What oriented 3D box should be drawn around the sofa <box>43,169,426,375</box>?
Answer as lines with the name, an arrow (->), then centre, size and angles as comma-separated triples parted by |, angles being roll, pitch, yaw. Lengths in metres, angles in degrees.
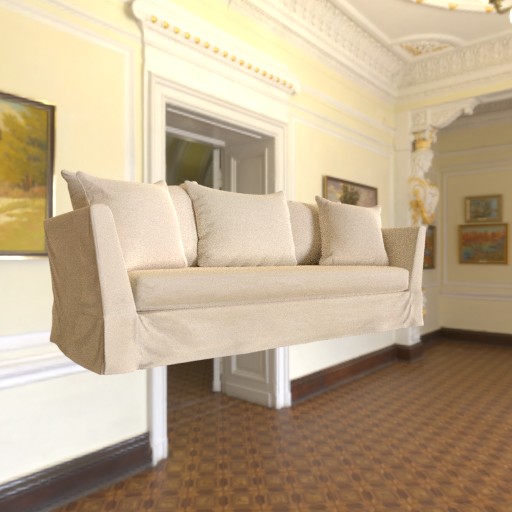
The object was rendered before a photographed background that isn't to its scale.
sofa -> 0.000, 0.000, 3.020 | 2.484, 1.042, 1.030 | 0, 0, -36
